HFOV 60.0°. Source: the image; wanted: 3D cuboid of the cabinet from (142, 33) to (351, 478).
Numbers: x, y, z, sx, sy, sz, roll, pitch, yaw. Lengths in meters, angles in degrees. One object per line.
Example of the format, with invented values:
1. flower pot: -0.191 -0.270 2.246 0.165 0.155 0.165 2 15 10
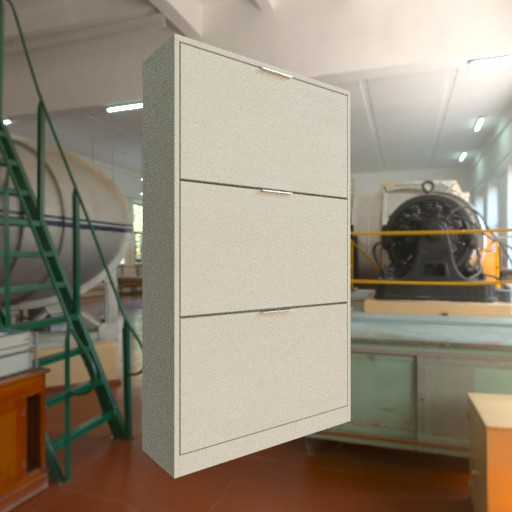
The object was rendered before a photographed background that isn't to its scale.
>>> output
1. cabinet: 0.000 0.000 1.587 0.750 1.280 0.250 0 0 -37
